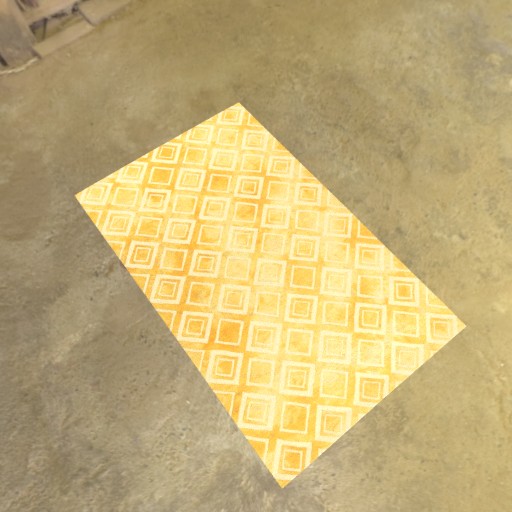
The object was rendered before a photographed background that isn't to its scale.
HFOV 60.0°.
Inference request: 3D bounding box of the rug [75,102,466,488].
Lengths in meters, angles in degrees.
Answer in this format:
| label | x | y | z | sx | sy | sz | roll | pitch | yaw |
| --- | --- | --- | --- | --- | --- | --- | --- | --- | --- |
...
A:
| label | x | y | z | sx | sy | sz | roll | pitch | yaw |
| --- | --- | --- | --- | --- | --- | --- | --- | --- | --- |
| rug | 0.000 | 0.000 | 3.044 | 1.511 | 0.010 | 2.424 | -35 | 69 | -16 |
